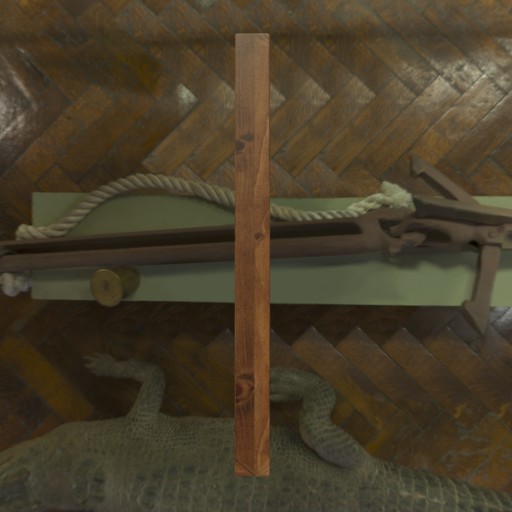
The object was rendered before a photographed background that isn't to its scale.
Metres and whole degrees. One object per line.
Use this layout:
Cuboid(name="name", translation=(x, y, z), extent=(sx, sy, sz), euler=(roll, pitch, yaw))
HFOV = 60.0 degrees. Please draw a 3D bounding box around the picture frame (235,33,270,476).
Cuboid(name="picture frame", translation=(0.000, 0.000, 0.529), extent=(0.028, 0.356, 0.352), euler=(0, 89, 1))
